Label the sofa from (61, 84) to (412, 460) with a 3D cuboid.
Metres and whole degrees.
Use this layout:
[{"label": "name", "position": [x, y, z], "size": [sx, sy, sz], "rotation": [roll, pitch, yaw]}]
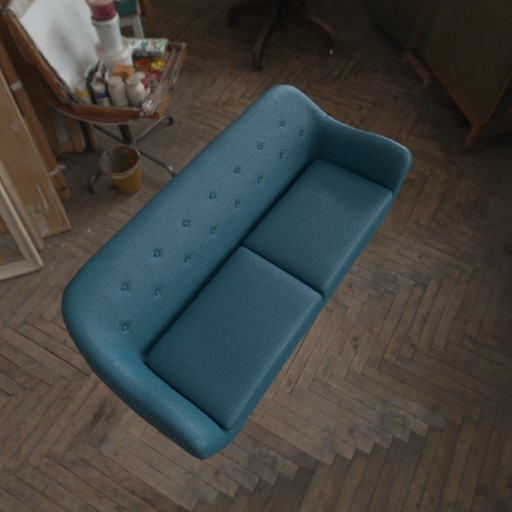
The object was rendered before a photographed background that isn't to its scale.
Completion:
[{"label": "sofa", "position": [0.000, 0.000, 2.255], "size": [0.820, 0.836, 1.840], "rotation": [31, 64, 17]}]
